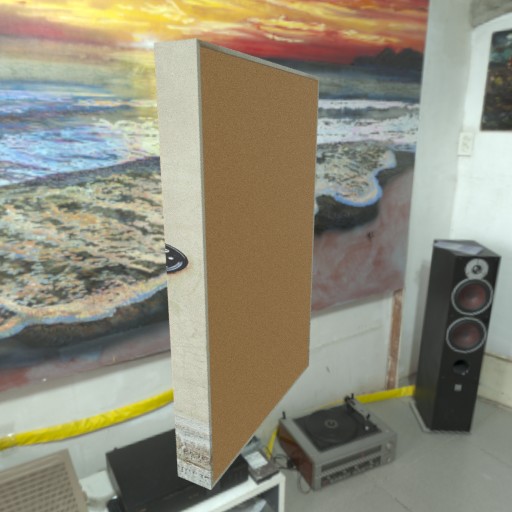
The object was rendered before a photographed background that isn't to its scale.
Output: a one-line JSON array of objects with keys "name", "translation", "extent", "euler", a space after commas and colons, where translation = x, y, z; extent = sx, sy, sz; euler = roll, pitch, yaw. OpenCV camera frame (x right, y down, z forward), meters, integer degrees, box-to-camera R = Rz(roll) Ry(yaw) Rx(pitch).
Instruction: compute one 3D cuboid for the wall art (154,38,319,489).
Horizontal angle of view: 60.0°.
[{"name": "wall art", "translation": [0.000, 0.000, 0.475], "extent": [0.038, 0.381, 0.254], "euler": [8, 17, 26]}]
